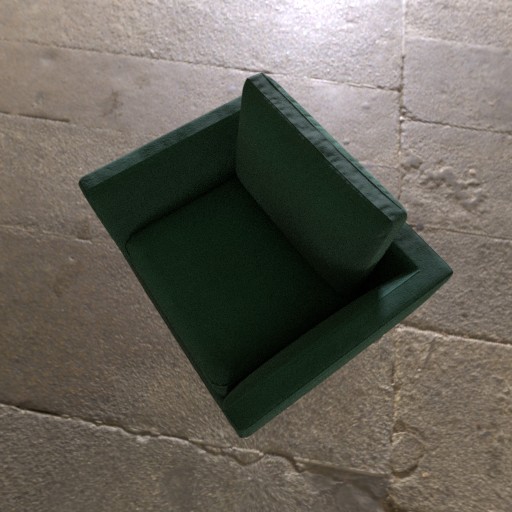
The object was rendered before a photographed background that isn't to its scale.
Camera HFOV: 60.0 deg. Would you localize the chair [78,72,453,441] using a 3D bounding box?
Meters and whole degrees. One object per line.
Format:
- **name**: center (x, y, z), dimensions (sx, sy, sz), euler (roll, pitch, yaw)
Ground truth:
- **chair**: center (0.000, 0.000, 1.723), dimensions (0.852, 0.997, 1.047), euler (-32, 68, -15)
